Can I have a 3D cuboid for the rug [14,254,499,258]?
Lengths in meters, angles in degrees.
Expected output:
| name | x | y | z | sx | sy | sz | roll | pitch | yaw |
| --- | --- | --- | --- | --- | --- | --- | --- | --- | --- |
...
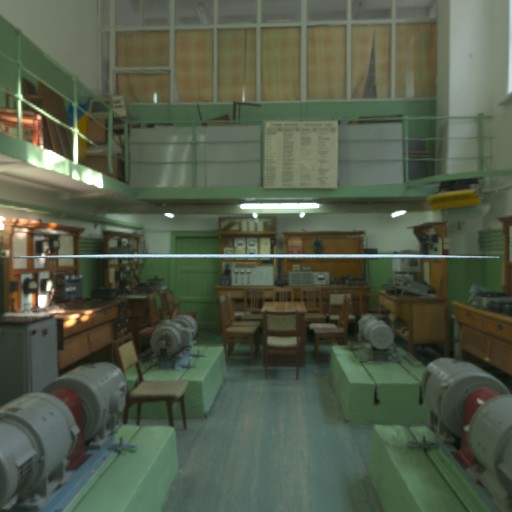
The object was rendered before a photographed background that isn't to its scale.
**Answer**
| name | x | y | z | sx | sy | sz | roll | pitch | yaw |
| --- | --- | --- | --- | --- | --- | --- | --- | --- | --- |
| rug | 0.000 | 0.000 | 2.979 | 2.457 | 0.009 | 1.512 | 0 | 1 | 2 |
